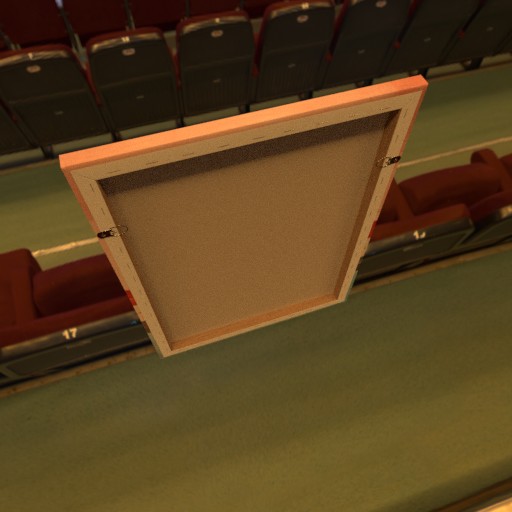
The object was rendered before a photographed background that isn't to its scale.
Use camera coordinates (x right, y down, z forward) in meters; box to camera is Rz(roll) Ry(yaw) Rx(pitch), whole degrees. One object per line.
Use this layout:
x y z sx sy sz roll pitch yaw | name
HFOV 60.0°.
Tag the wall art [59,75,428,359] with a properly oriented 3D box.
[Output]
0.000 0.000 1.308 0.761 1.016 0.039 -16 59 -10 | wall art
